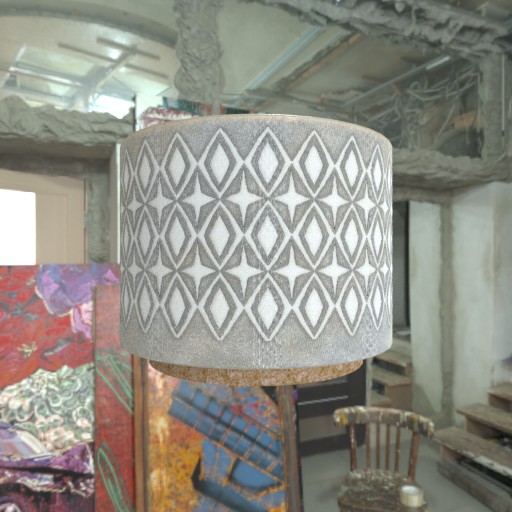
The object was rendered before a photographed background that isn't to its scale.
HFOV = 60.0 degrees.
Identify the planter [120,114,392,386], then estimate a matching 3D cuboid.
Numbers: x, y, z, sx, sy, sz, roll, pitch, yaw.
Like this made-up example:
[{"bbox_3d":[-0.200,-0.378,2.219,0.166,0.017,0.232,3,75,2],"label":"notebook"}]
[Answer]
[{"bbox_3d":[0.000,0.000,0.279,0.164,0.127,0.164,0,0,0],"label":"planter"}]
